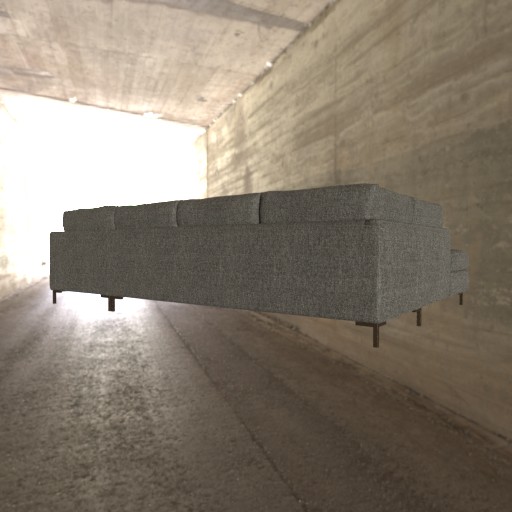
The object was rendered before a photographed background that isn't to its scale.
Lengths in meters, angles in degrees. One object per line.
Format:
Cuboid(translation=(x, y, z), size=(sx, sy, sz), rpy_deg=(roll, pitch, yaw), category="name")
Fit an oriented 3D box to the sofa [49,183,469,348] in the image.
Cuboid(translation=(0.000, 0.000, 3.466), size=(2.737, 0.756, 1.879), rpy_deg=(1, 1, 36), category="sofa")
